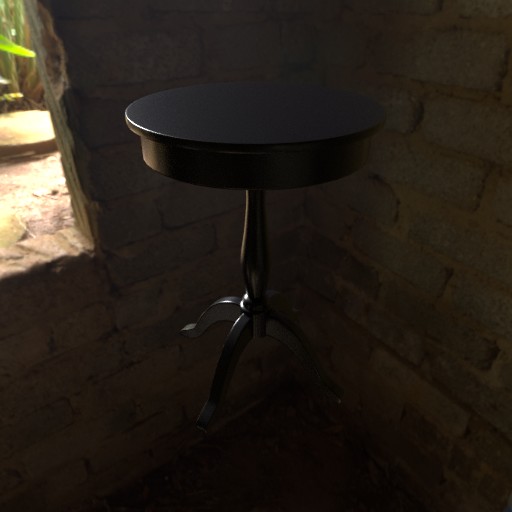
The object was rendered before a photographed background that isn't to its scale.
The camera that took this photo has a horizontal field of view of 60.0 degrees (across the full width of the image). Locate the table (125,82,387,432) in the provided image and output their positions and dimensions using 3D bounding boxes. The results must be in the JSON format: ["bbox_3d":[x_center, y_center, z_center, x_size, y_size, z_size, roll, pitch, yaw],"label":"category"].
[{"bbox_3d":[0.000,0.000,1.004,0.481,0.665,0.481,0,31,0],"label":"table"}]
